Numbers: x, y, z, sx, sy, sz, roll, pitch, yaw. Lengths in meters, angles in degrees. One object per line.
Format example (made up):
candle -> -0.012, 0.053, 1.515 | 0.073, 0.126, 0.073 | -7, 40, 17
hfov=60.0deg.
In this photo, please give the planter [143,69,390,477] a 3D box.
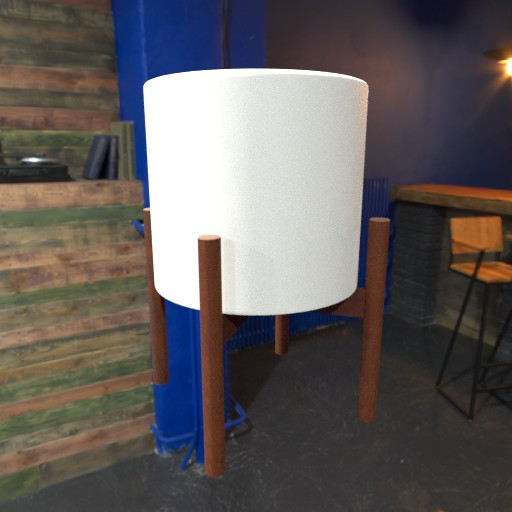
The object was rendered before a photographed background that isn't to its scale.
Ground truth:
planter -> 0.000, 0.000, 0.497 | 0.224, 0.358, 0.224 | -7, 16, -27
